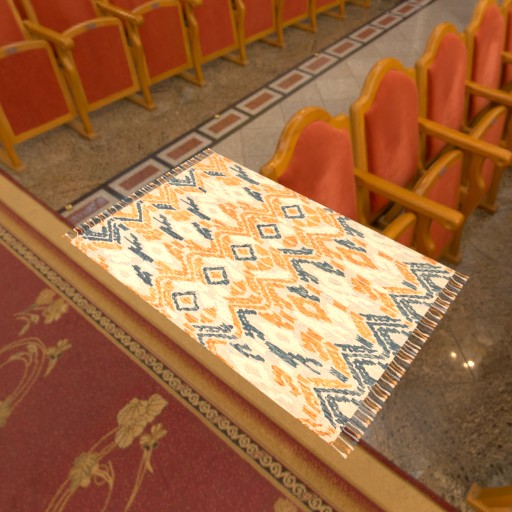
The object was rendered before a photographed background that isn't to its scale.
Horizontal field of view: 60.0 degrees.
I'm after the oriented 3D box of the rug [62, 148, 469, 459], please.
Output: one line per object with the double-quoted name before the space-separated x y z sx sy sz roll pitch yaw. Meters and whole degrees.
"rug" 0.000 0.000 3.082 2.428 0.010 1.533 31 53 27
